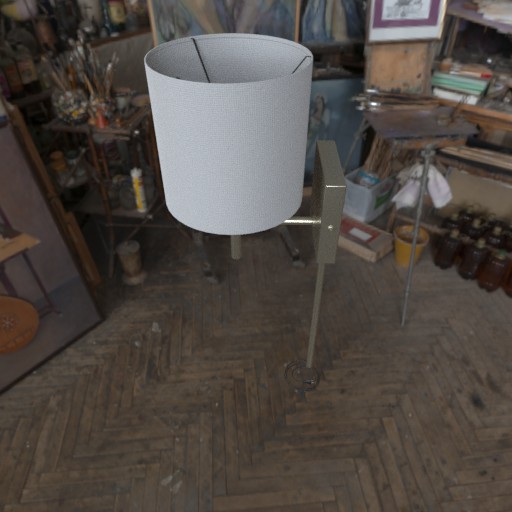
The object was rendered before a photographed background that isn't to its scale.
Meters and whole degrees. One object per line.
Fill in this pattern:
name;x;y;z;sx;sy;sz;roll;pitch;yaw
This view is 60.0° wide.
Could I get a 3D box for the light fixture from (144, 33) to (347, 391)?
light fixture;0.000;0.000;0.687;0.248;0.589;0.188;1;40;1
